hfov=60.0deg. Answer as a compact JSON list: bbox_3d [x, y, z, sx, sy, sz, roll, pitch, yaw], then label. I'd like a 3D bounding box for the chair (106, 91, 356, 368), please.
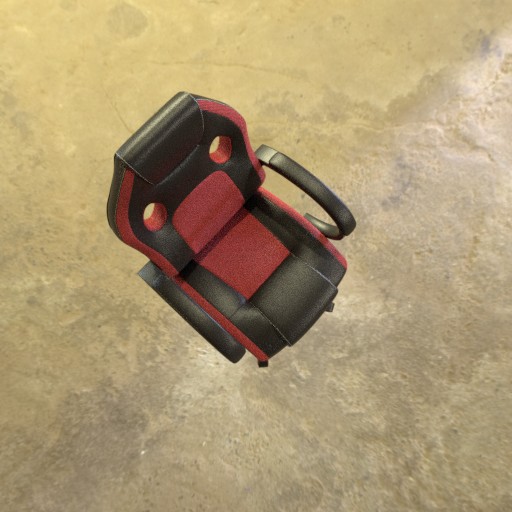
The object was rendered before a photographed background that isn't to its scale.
[{"bbox_3d":[0.000,0.000,1.713,0.783,1.189,0.750,41,80,9],"label":"chair"}]
